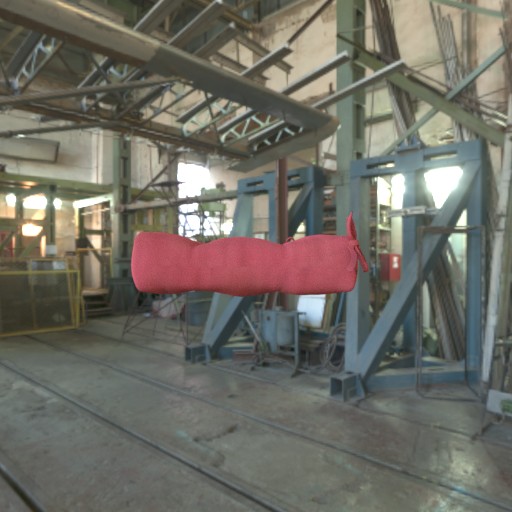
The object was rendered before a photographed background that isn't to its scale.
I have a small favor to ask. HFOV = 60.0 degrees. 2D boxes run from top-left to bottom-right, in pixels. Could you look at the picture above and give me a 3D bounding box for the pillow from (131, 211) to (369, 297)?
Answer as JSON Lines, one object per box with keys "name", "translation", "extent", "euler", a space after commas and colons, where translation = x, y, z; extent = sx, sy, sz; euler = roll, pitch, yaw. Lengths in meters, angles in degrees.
{"name": "pillow", "translation": [0.000, 0.000, 1.398], "extent": [0.511, 0.174, 1.194], "euler": [0, 0, -1]}
